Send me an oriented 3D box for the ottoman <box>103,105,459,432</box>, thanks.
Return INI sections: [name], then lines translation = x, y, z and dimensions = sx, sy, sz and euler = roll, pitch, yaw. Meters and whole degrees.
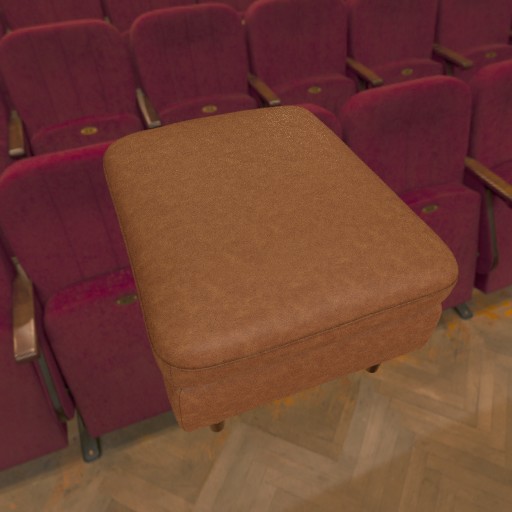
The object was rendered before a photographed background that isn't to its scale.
[ottoman]
translation = 0.000, 0.000, 1.096
dimensions = 0.593, 0.478, 0.747
euler = -15, 46, -15
